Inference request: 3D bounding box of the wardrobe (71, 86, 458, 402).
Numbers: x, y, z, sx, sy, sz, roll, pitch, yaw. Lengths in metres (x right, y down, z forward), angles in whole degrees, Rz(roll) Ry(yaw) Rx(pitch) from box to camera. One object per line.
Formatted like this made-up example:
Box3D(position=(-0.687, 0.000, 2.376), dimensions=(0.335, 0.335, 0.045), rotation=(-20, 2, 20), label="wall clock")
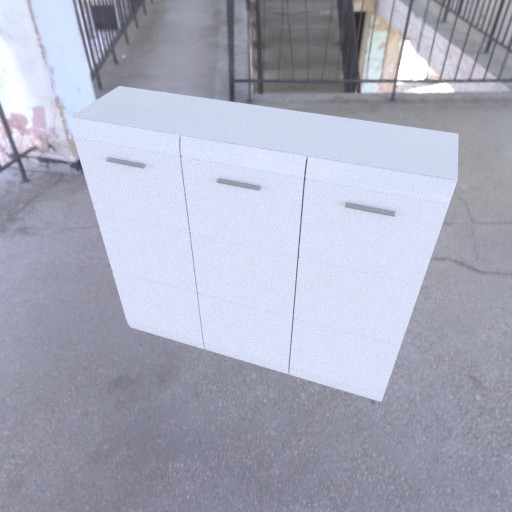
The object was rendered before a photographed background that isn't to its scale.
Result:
Box3D(position=(0.000, 0.000, 1.948), dimensions=(1.340, 1.200, 0.360), rotation=(13, 43, 15), label="wardrobe")
